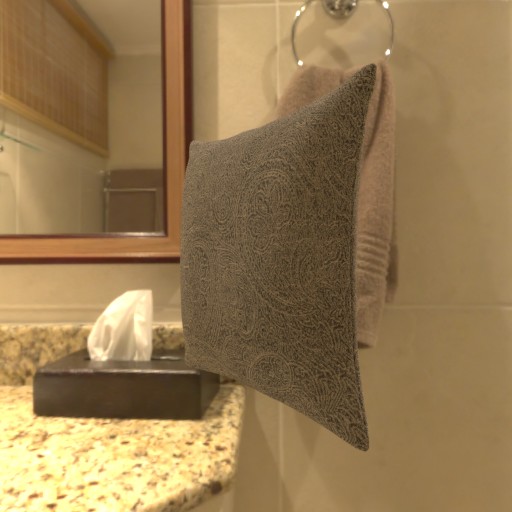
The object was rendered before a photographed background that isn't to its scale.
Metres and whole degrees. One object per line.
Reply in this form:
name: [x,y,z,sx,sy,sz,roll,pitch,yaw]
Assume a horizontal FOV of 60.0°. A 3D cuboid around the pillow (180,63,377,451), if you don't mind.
pillow: [0.000,0.000,0.791,0.166,0.510,0.523,0,1,-36]
